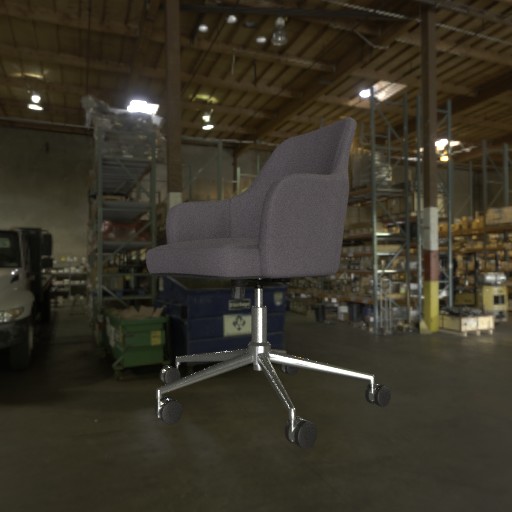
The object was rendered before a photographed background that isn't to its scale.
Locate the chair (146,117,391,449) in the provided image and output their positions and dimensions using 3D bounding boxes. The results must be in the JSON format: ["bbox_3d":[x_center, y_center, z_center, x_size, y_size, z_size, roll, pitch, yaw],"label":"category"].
[{"bbox_3d":[0.000,0.000,1.256,0.600,0.820,0.655,1,-1,-35],"label":"chair"}]
